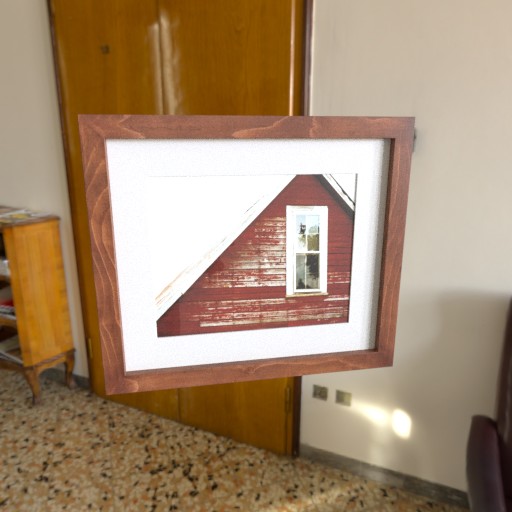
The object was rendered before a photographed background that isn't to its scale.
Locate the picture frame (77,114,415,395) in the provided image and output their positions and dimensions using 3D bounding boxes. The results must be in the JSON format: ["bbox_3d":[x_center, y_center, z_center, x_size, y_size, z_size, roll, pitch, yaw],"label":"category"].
[{"bbox_3d":[0.000,0.000,0.548,0.381,0.330,0.025,-3,16,-10],"label":"picture frame"}]
